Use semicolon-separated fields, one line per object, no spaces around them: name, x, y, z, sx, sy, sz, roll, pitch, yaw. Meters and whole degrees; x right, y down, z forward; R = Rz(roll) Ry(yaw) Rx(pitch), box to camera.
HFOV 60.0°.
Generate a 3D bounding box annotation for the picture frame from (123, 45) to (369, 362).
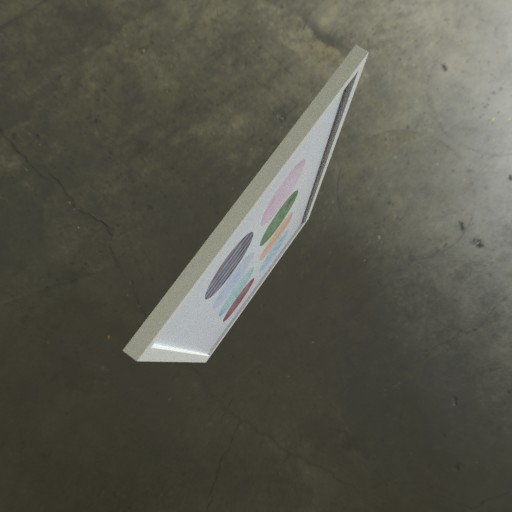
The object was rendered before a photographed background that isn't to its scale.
picture frame;0.000;0.000;0.549;0.013;0.434;0.305;35;79;8
